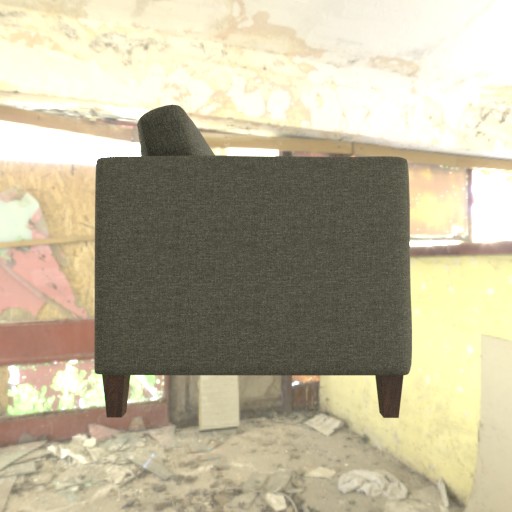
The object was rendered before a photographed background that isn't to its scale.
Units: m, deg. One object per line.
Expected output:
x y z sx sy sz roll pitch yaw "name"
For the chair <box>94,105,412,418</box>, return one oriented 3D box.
0.000 0.000 1.802 0.959 0.963 1.107 0 -1 0 "chair"
